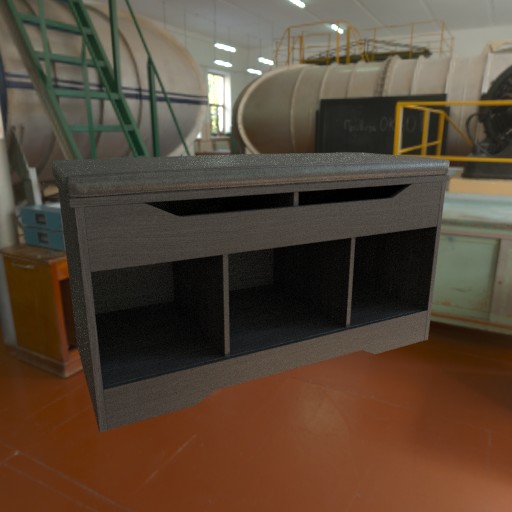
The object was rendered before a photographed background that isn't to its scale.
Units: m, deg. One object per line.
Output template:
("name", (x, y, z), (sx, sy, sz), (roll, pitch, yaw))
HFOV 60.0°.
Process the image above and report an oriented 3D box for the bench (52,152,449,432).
("bench", (0.000, 0.000, 1.160), (0.905, 0.501, 0.401), (-8, 18, -26))
